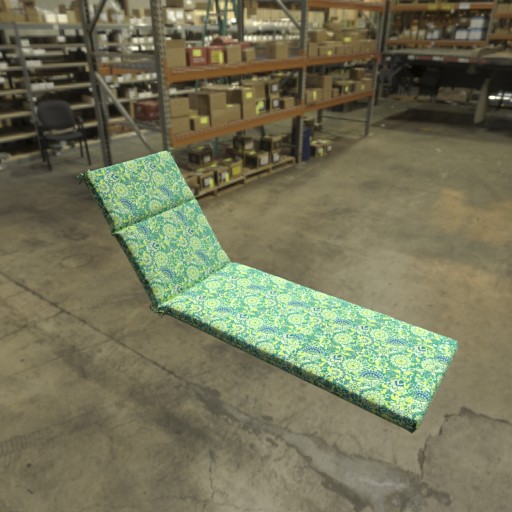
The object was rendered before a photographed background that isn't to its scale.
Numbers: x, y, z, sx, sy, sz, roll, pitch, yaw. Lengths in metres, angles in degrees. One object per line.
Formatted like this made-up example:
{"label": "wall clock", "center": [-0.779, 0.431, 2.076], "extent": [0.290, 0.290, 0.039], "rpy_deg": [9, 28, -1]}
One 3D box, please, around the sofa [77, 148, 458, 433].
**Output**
{"label": "sofa", "center": [0.000, 0.000, 1.924], "extent": [1.663, 0.622, 0.582], "rpy_deg": [19, 33, 31]}
